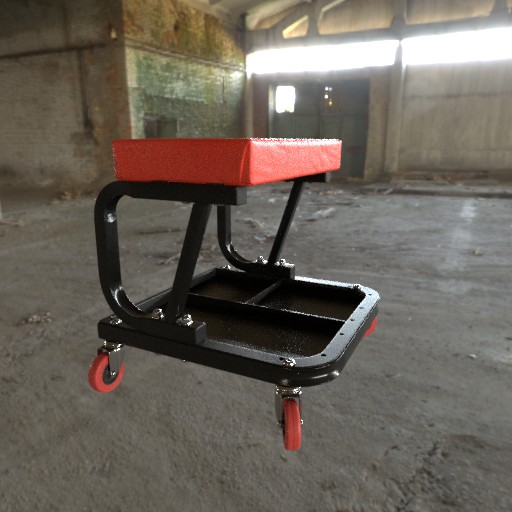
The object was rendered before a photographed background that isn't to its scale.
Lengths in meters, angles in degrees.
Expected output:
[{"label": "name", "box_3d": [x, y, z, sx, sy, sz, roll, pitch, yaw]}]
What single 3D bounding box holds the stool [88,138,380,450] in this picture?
[{"label": "stool", "box_3d": [0.000, 0.000, 0.743, 0.371, 0.380, 0.446, 7, 16, 26]}]
